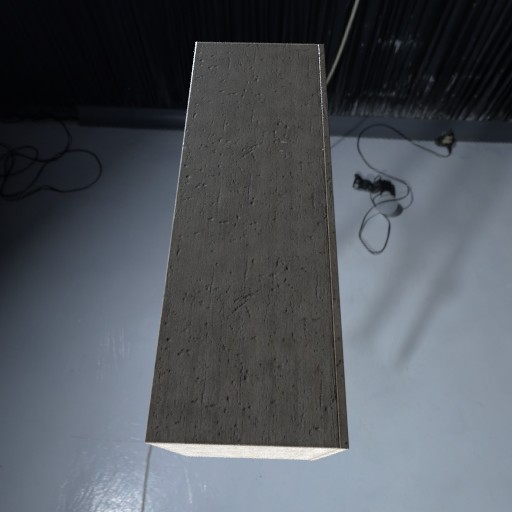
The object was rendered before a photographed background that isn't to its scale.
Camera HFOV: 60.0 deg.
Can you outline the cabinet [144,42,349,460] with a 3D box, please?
[{"bbox_3d":[0.000,0.000,1.784,0.511,0.825,1.460,1,63,1],"label":"cabinet"}]
